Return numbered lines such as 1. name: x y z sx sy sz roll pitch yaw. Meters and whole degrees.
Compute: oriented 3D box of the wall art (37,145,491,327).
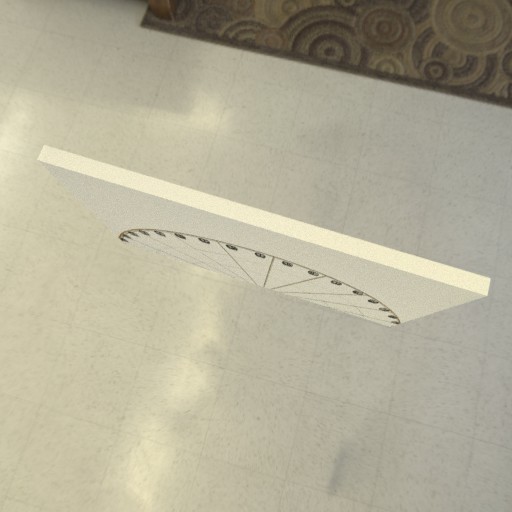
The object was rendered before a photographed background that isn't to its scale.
1. wall art: 0.000 0.000 1.137 0.898 0.601 0.038 17 76 4
